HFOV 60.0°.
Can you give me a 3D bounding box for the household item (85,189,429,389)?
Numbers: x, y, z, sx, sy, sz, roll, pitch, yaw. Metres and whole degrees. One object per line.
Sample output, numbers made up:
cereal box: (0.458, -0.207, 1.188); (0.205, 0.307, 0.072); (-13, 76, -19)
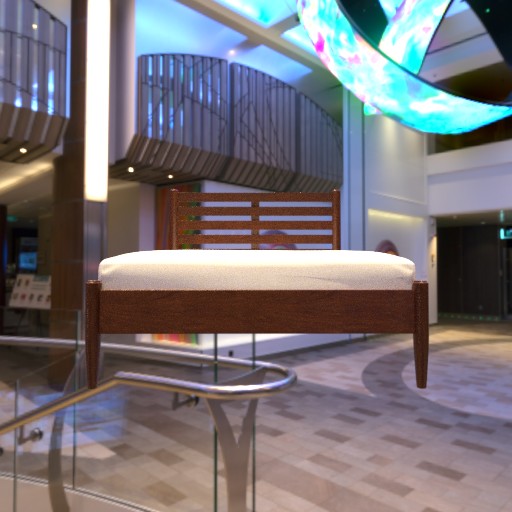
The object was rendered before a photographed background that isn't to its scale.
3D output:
household item: (0.000, 0.000, 3.226); (1.663, 1.356, 2.232); (0, -2, 0)
